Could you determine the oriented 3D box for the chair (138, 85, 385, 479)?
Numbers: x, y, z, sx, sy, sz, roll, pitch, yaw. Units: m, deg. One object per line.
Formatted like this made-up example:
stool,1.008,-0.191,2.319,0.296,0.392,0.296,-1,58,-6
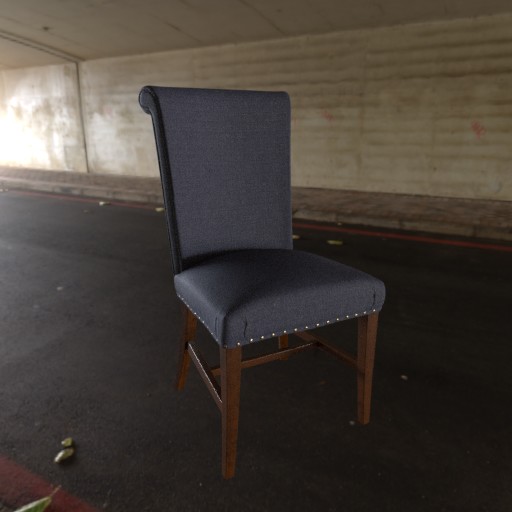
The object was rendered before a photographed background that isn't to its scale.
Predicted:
chair,0.000,0.000,1.347,0.513,0.988,0.608,-9,18,-27
